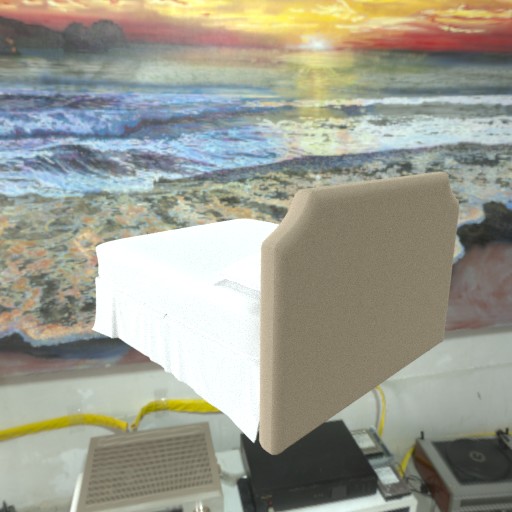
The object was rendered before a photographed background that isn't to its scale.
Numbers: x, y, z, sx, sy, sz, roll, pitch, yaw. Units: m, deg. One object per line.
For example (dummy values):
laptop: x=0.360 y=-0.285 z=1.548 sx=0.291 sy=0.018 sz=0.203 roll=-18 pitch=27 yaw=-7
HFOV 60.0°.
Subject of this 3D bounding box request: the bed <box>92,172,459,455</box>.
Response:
bed: x=0.000 y=0.000 z=3.333 sx=1.828 sy=1.301 sz=2.204 roll=-14 pitch=21 yaw=-41
